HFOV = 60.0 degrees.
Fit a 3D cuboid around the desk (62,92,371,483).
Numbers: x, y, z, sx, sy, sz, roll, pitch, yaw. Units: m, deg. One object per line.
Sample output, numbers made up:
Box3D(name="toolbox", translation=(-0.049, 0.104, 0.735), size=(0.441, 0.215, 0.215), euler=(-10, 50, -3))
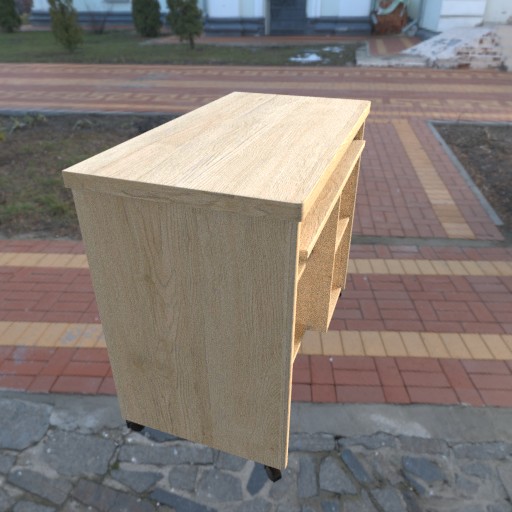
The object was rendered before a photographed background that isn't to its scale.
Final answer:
Box3D(name="desk", translation=(0.000, 0.000, 1.337), size=(0.480, 0.770, 0.885), euler=(10, 32, 17))
